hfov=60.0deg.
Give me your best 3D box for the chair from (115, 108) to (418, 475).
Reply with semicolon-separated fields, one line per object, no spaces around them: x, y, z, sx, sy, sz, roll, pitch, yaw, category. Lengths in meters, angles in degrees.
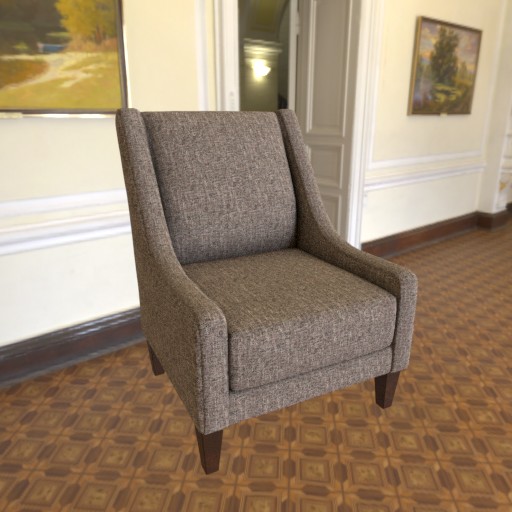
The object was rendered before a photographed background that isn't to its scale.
0.000;0.000;1.593;0.774;1.014;0.870;-9;20;-26;chair
